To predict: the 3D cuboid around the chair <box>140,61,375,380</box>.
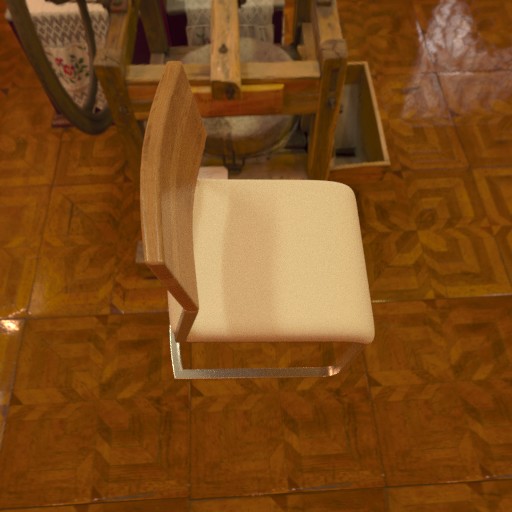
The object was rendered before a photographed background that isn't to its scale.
[{"bbox_3d":[0.000,0.000,1.169,0.585,0.844,0.467,-1,62,0],"label":"chair"}]
